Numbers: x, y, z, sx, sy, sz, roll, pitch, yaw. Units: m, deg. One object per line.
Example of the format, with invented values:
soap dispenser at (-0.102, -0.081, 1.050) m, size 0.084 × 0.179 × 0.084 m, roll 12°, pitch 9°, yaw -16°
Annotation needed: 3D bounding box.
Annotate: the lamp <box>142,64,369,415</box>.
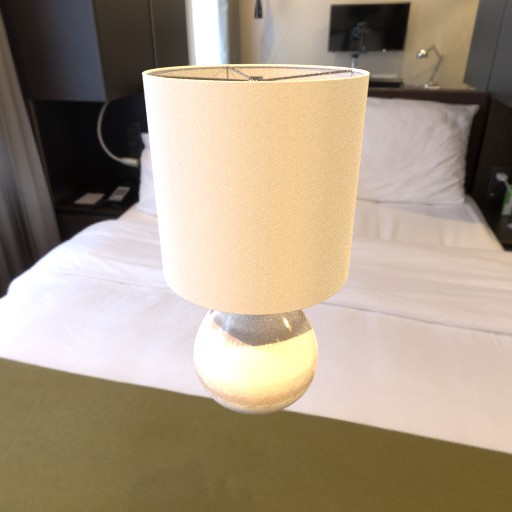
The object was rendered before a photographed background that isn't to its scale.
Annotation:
lamp at (0.000, 0.000, 0.523) m, size 0.217 × 0.404 × 0.217 m, roll -9°, pitch 28°, yaw -17°
